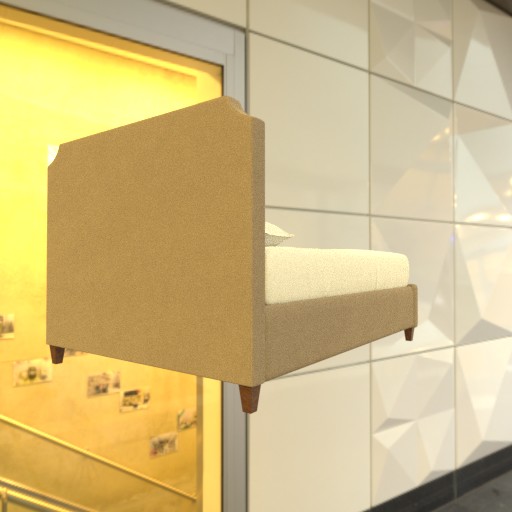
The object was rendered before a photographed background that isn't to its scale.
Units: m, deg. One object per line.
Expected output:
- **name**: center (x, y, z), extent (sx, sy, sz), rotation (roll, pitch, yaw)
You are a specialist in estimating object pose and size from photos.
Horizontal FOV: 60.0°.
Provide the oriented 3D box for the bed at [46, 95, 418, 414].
- **bed**: center (0.000, 0.000, 3.328), extent (1.703, 1.415, 2.329), rotation (-1, -1, 36)
